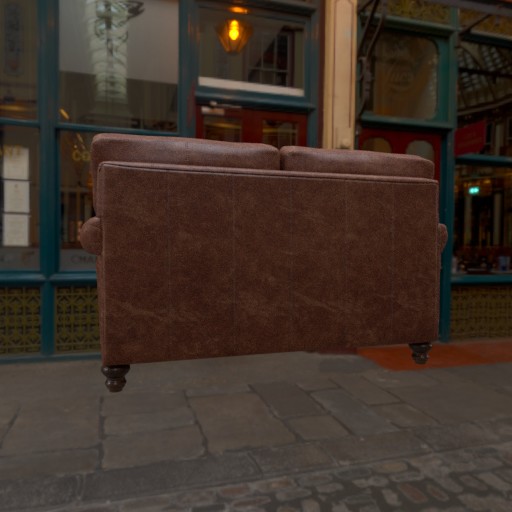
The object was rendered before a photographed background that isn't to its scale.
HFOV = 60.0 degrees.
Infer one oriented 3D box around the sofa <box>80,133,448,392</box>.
[{"bbox_3d":[0.000,0.000,2.220,1.616,0.967,0.990,0,1,-17],"label":"sofa"}]
